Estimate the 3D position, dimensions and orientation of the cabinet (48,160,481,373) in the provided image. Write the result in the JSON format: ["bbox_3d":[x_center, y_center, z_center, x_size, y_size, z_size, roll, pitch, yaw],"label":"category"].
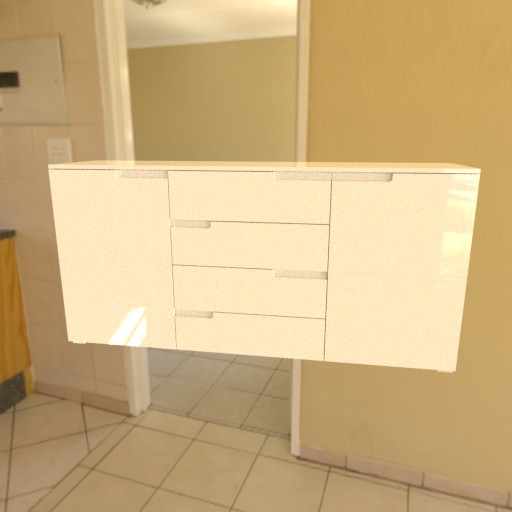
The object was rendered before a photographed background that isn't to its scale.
[{"bbox_3d":[0.000,0.000,1.963,1.650,0.800,0.400,2,15,9],"label":"cabinet"}]
